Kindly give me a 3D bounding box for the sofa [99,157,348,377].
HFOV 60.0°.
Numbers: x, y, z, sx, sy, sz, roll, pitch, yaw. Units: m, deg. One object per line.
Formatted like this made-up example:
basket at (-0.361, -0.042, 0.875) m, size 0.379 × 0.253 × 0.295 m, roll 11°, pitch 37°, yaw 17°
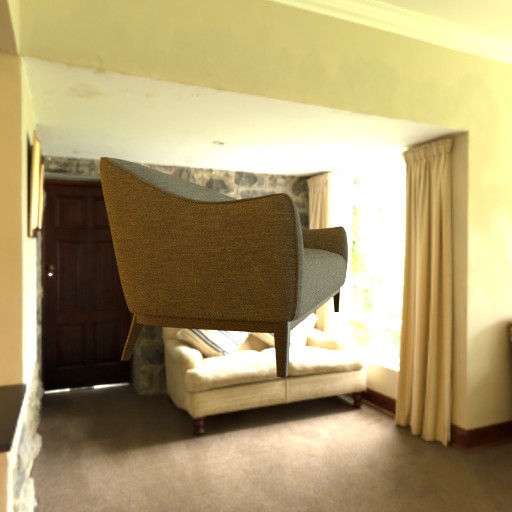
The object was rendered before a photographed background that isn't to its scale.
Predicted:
sofa at (0.000, 0.000, 2.482) m, size 0.867 × 0.829 × 1.928 m, roll 0°, pitch 0°, yaw 16°
